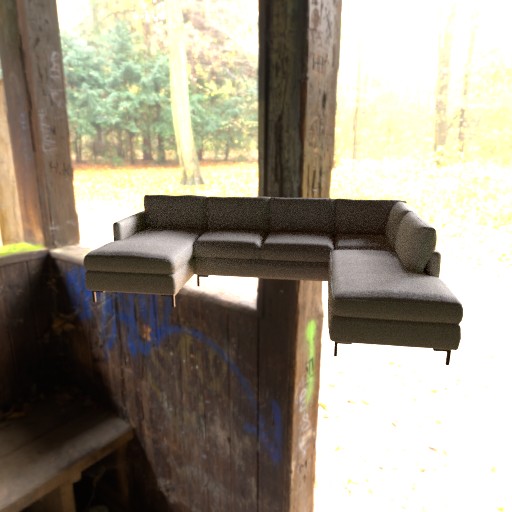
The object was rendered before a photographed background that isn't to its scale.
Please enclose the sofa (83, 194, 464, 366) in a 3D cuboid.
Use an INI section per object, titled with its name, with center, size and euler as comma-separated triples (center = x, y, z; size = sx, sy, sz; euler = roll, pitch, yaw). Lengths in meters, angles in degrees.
[sofa]
center = 0.000, 0.000, 3.623
size = 2.737, 0.756, 1.879
euler = 2, 16, 9
